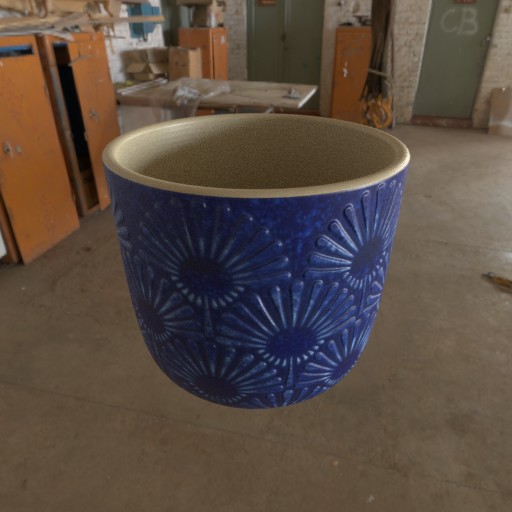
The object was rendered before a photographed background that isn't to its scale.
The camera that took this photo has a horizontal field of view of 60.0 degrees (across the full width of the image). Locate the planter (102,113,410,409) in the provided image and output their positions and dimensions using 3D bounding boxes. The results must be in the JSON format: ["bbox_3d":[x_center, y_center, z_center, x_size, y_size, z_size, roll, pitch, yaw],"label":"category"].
[{"bbox_3d":[0.000,0.000,0.211,0.124,0.109,0.124,0,28,0],"label":"planter"}]
